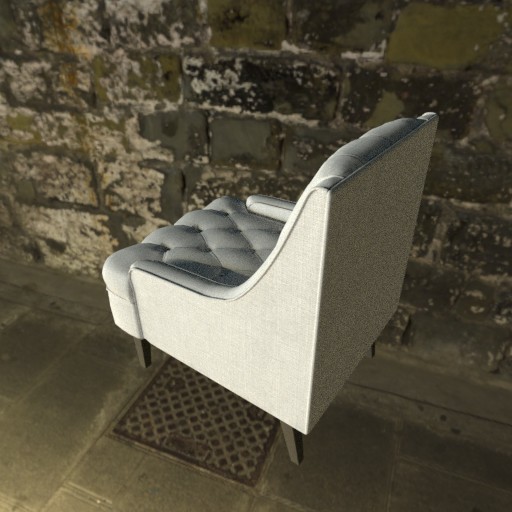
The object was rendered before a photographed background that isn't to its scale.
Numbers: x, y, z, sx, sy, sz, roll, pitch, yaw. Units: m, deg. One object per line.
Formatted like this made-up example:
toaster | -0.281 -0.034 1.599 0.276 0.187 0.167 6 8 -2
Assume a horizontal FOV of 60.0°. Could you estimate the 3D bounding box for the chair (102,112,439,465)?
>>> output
chair | 0.000 0.000 1.399 0.772 0.891 0.658 21 38 30
